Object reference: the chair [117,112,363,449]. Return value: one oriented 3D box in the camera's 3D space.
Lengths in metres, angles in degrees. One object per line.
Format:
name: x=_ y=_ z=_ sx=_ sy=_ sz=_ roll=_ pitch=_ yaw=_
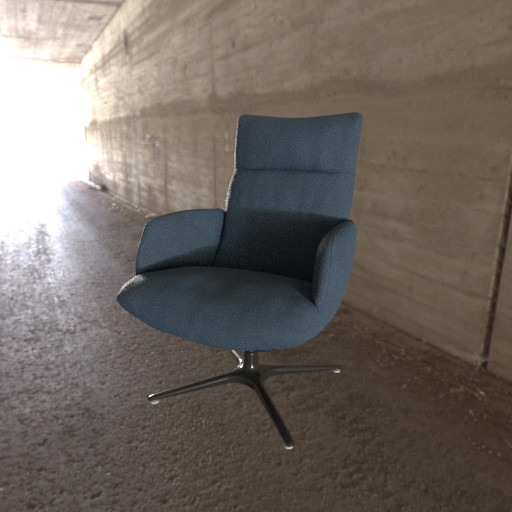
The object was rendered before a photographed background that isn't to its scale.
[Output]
chair: x=0.000 y=0.000 z=1.615 sx=0.711 sy=1.016 sz=0.889 roll=8 pitch=17 yaw=26
